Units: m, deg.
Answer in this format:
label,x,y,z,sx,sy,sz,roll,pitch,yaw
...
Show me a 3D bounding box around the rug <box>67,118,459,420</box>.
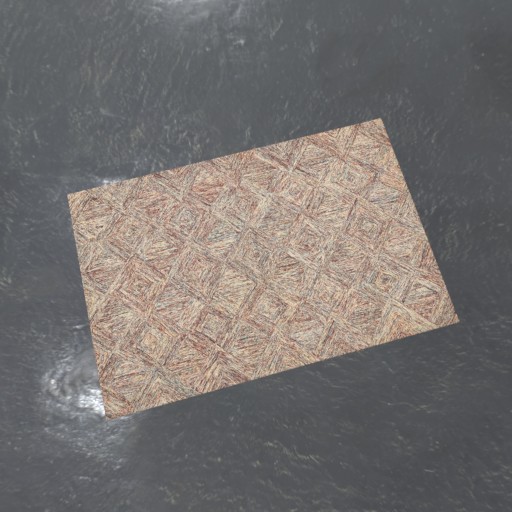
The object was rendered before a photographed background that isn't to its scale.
label,x,y,z,sx,sy,sz,roll,pitch,yaw
rug,0.000,0.000,2.948,2.285,0.019,1.523,-15,76,-4
